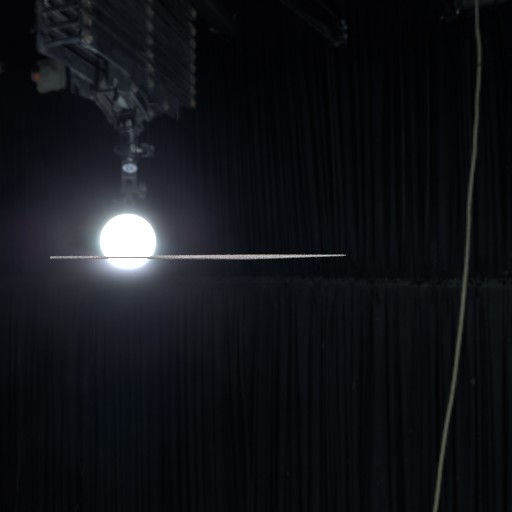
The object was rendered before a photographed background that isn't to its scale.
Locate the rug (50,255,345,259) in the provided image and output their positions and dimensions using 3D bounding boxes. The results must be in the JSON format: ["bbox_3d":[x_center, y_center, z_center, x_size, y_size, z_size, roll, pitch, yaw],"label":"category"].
[{"bbox_3d":[0.000,0.000,2.631,0.766,0.008,2.432,0,0,18],"label":"rug"}]
